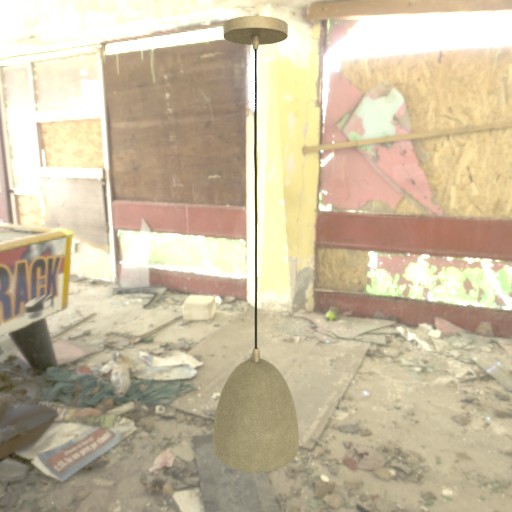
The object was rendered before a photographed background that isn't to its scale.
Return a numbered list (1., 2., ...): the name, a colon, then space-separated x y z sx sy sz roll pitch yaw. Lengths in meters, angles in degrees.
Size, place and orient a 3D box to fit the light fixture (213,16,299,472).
1. light fixture: 0.000 0.000 0.797 0.170 0.759 0.170 12 17 43
